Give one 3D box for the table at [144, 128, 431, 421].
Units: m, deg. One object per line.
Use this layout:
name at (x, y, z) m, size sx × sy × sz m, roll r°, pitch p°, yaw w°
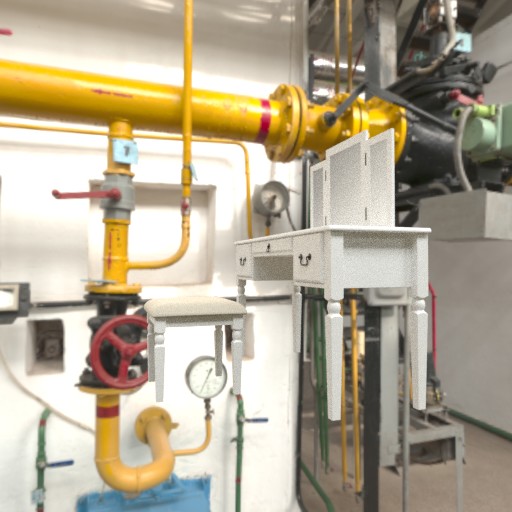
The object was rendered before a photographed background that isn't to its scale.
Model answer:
table at (0.000, 0.000, 2.327) m, size 1.115 × 1.310 × 1.369 m, roll 0°, pitch -1°, yaw -19°
